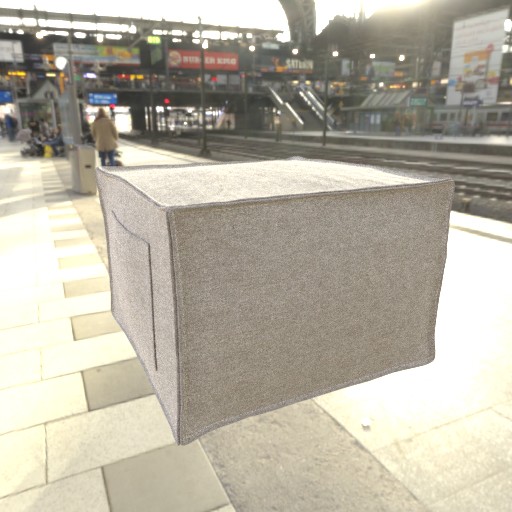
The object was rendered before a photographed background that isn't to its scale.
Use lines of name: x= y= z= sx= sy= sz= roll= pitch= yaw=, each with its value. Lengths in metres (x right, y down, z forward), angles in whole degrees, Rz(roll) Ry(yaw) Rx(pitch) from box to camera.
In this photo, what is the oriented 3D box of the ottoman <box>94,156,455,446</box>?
ottoman: x=0.000 y=0.000 z=1.176 sx=0.696 sy=0.470 sz=0.707 roll=-9 pitch=19 yaw=-27
